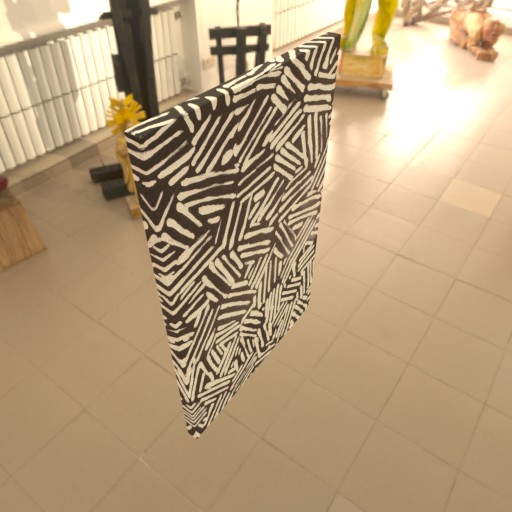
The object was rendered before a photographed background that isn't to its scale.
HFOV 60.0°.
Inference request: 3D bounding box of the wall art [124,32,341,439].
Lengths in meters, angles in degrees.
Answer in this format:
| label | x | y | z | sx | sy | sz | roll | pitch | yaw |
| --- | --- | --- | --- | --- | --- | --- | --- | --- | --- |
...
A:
| label | x | y | z | sx | sy | sz | roll | pitch | yaw |
| --- | --- | --- | --- | --- | --- | --- | --- | --- | --- |
| wall art | 0.000 | 0.000 | 1.129 | 0.035 | 0.918 | 0.615 | 26 | 48 | 26 |
